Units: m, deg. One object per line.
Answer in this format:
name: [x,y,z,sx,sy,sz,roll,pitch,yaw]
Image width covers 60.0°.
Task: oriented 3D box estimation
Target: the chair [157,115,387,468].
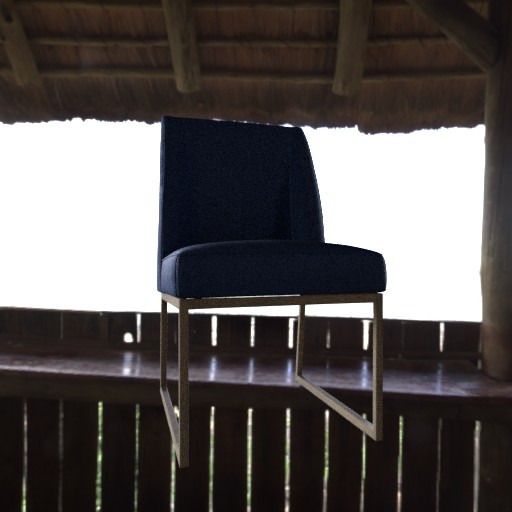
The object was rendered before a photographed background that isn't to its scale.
chair: [0.000,0.000,1.207,0.508,0.863,0.522,0,1,-17]
